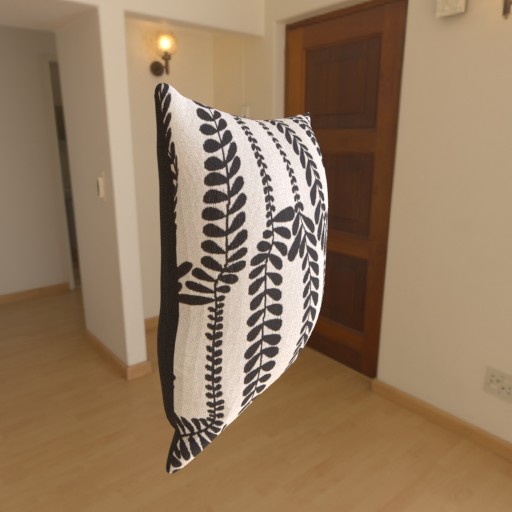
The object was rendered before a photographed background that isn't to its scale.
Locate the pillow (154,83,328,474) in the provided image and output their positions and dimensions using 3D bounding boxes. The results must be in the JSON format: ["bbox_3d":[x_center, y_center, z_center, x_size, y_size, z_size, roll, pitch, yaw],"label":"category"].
[{"bbox_3d":[0.000,0.000,0.658,0.182,0.441,0.440,7,16,25],"label":"pillow"}]
